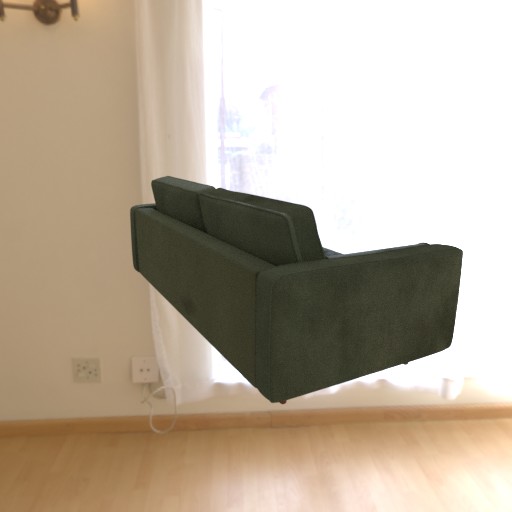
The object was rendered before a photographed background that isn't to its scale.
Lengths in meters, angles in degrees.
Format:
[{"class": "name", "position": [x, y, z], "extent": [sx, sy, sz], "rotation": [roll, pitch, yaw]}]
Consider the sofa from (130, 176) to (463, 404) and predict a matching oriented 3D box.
[{"class": "sofa", "position": [0.000, 0.000, 2.390], "extent": [0.916, 0.772, 1.880], "rotation": [-8, 16, -27]}]
